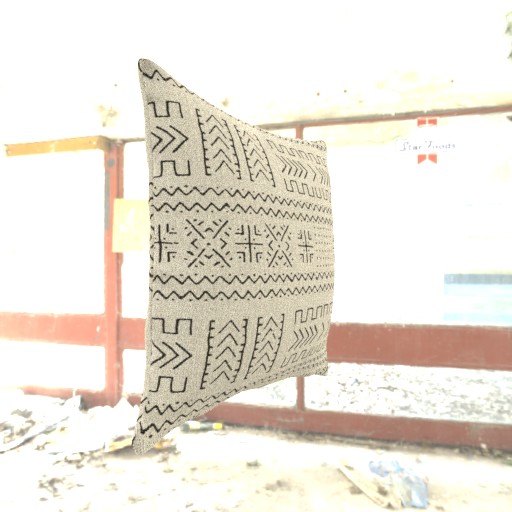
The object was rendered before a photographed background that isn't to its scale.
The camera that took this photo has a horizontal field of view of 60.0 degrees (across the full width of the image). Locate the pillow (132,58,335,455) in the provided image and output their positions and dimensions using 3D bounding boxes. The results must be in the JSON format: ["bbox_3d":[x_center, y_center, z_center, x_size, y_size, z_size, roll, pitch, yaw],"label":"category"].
[{"bbox_3d":[0.000,0.000,0.640,0.164,0.430,0.438,-1,-1,36],"label":"pillow"}]
